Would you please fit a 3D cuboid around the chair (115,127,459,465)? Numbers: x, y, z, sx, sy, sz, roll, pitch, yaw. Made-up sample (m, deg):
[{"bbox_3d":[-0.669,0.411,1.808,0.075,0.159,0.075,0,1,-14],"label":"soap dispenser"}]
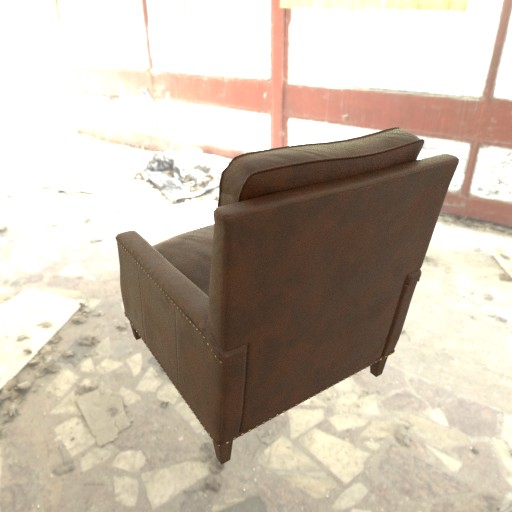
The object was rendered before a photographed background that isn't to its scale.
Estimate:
[{"bbox_3d":[0.000,0.000,1.753,0.854,1.054,1.035,-17,32,-30],"label":"chair"}]
